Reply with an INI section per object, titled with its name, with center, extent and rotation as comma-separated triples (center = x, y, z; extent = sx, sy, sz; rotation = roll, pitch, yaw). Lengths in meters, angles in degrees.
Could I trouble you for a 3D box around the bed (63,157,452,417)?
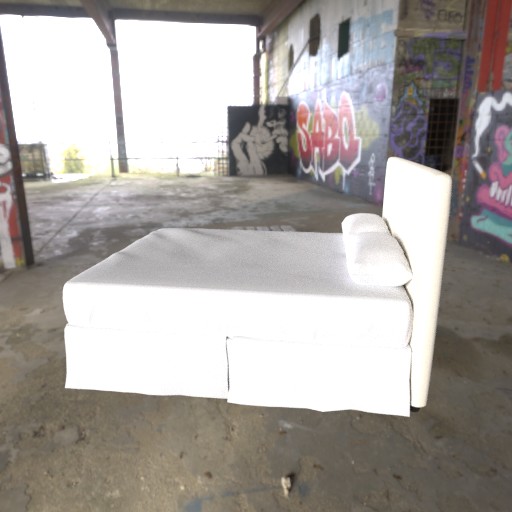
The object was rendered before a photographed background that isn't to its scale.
[bed]
center = 0.000, 0.000, 3.153
extent = 2.142, 1.330, 1.713
rotation = 2, 16, 9
